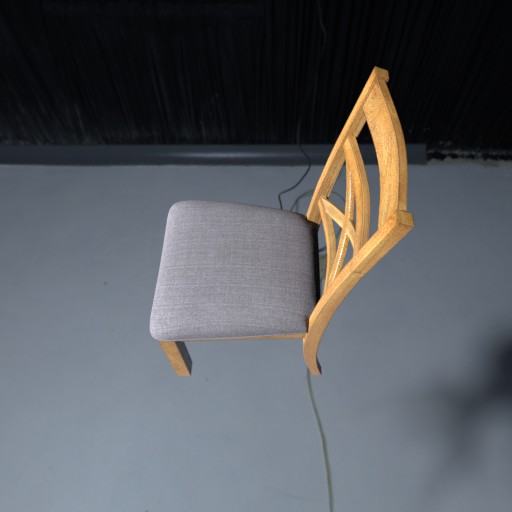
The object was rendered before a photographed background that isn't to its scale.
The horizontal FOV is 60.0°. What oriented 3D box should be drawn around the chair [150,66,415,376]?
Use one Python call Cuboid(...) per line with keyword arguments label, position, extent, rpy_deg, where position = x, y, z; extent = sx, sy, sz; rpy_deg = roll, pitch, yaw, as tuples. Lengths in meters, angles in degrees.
Cuboid(label="chair", position=(0.000, 0.000, 1.263), extent=(0.581, 0.949, 0.470), rpy_deg=(2, 60, 1))
